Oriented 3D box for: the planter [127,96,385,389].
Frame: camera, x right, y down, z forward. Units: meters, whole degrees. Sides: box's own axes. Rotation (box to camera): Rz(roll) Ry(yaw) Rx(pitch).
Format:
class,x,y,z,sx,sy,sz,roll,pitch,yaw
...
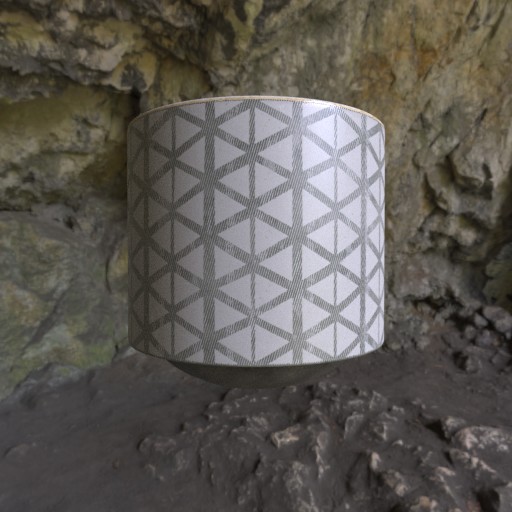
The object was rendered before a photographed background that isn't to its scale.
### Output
class,x,y,z,sx,sy,sz,roll,pitch,yaw
planter,0.000,0.000,0.342,0.190,0.181,0.190,0,1,0
